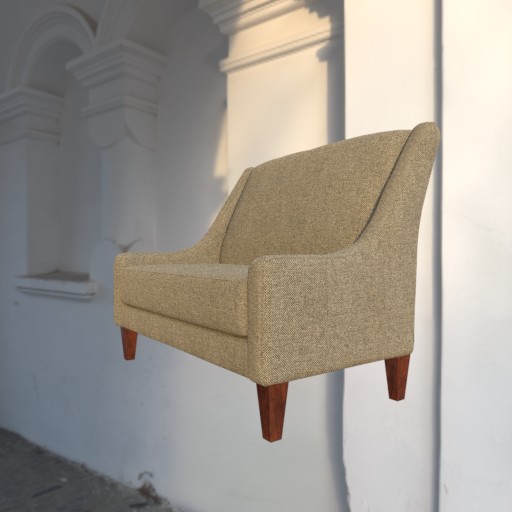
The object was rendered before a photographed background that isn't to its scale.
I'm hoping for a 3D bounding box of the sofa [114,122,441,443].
[{"bbox_3d":[0.000,0.000,1.918,0.870,1.021,1.242,-1,1,-36],"label":"sofa"}]
